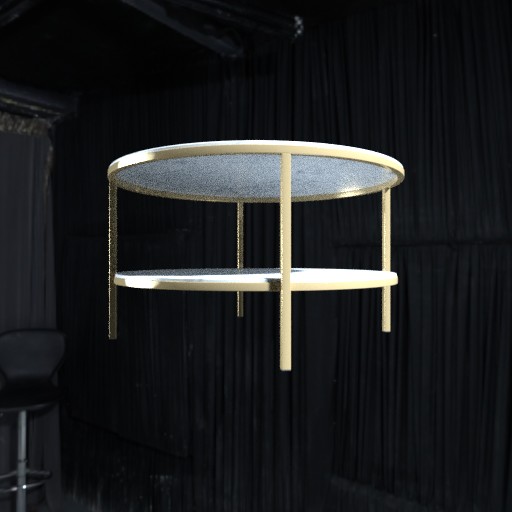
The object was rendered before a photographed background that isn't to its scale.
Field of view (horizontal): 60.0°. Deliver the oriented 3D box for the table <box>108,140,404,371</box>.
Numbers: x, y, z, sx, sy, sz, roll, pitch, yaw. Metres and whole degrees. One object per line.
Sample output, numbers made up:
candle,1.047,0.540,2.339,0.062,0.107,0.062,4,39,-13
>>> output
table,0.000,0.000,1.261,0.800,0.450,0.800,0,0,0
